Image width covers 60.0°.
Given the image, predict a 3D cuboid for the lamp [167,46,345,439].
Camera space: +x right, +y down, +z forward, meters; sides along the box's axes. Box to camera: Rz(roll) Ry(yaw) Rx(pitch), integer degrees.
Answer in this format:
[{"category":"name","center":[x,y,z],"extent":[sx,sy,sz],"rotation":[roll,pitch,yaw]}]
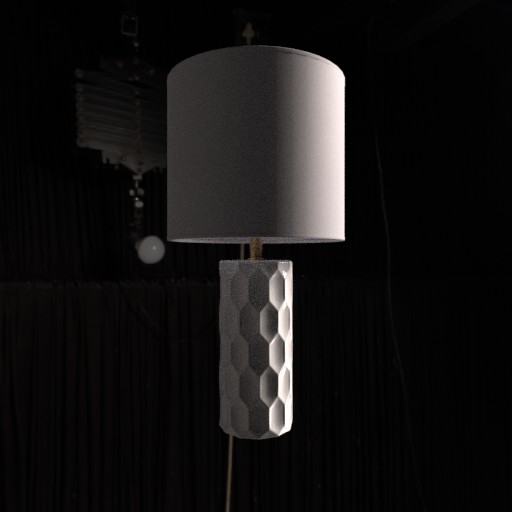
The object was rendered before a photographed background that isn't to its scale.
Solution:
[{"category":"lamp","center":[0.000,0.000,0.703],"extent":[0.277,0.537,0.277],"rotation":[0,0,-20]}]
